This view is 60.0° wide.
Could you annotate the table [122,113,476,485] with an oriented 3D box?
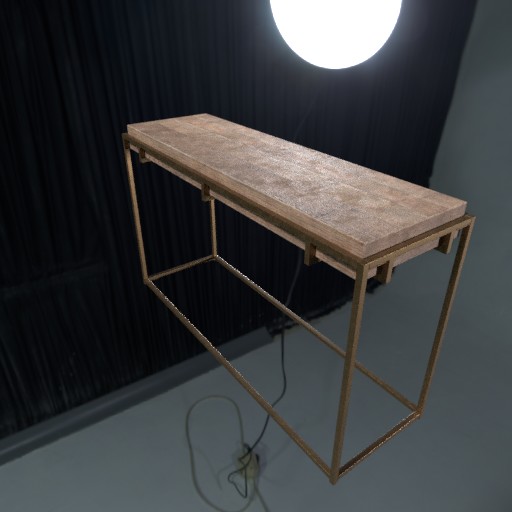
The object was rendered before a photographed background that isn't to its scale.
[{"bbox_3d":[0.000,0.000,1.751,0.440,0.820,1.400,-20,35,-31],"label":"table"}]
